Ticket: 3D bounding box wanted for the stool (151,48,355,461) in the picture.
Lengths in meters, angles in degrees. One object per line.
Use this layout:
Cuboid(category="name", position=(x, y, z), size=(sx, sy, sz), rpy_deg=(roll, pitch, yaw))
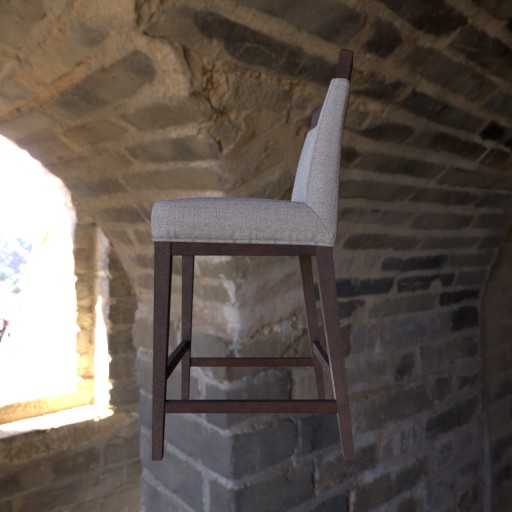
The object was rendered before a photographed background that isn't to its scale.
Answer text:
Cuboid(category="stool", position=(0.000, 0.000, 1.328), size=(0.531, 1.009, 0.512), rpy_deg=(0, 1, 0))
